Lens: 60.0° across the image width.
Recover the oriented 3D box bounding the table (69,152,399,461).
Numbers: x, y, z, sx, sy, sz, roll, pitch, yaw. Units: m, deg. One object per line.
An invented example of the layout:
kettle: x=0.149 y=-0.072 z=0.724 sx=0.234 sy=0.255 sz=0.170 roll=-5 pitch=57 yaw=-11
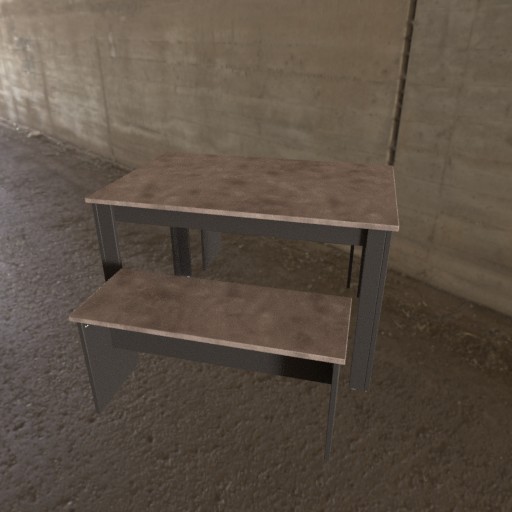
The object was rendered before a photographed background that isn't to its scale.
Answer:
table: x=0.000 y=0.000 z=1.971 sx=1.100 sy=0.700 sz=1.443 roll=6 pitch=27 yaw=12
